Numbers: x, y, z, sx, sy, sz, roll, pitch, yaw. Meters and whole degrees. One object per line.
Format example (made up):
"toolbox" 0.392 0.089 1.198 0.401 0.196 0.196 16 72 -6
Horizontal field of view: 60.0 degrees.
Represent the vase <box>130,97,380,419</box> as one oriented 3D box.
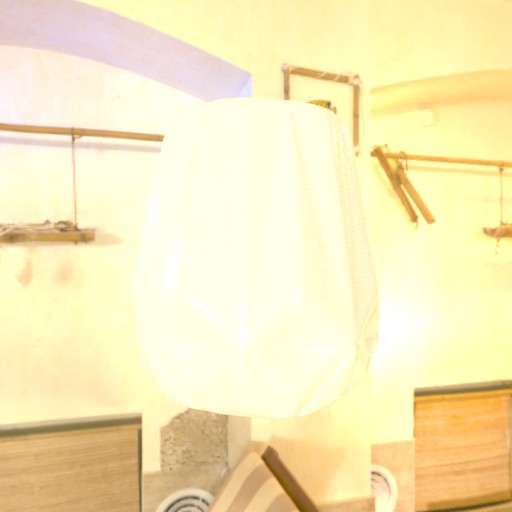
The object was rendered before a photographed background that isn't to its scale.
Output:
"vase" 0.000 0.000 0.259 0.141 0.152 0.141 0 -1 0
